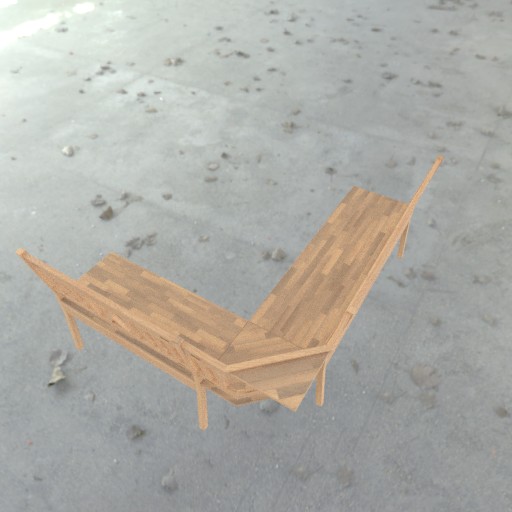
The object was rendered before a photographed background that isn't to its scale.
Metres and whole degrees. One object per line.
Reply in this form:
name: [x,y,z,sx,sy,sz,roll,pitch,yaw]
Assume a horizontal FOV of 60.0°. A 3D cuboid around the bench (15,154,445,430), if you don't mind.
bench: [0.000,0.000,2.752,1.537,0.902,1.937,24,50,22]
